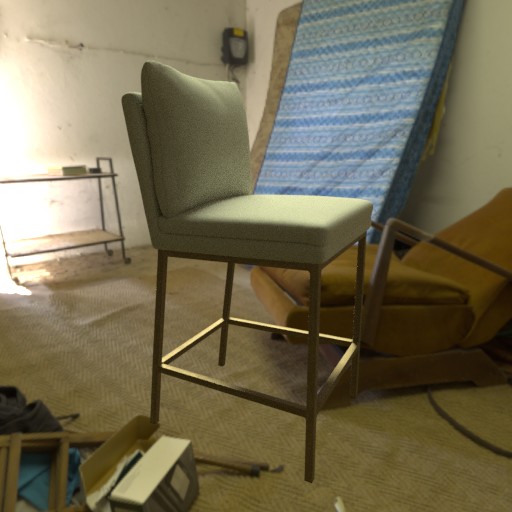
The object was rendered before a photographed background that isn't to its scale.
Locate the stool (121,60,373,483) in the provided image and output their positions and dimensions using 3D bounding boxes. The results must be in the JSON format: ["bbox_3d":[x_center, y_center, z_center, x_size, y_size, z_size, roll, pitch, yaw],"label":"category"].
[{"bbox_3d":[0.000,0.000,1.303,0.572,1.032,0.463,7,16,26],"label":"stool"}]
